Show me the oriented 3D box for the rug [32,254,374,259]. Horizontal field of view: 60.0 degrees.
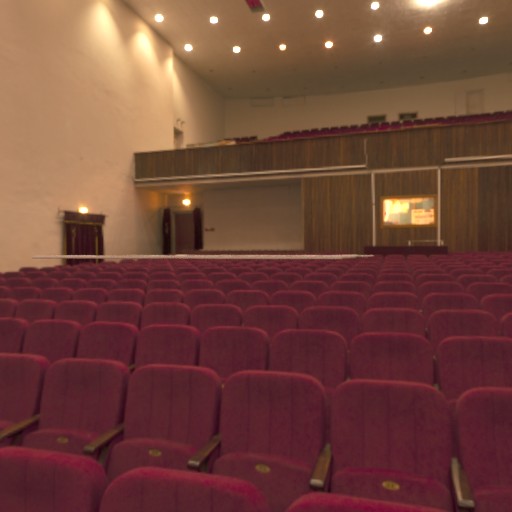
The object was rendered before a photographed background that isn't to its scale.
[{"bbox_3d":[0.000,0.000,1.074,0.515,0.007,0.867,0,0,18],"label":"rug"}]
